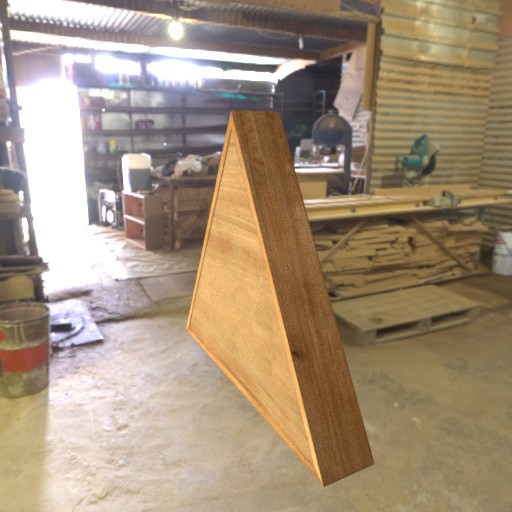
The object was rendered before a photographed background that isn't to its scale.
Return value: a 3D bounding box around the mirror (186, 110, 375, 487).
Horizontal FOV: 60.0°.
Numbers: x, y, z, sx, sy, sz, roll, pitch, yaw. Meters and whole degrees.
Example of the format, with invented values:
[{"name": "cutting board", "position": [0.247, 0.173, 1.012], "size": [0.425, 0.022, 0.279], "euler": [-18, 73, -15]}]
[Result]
[{"name": "mirror", "position": [0.000, 0.000, 0.880], "size": [0.100, 0.548, 0.631], "euler": [-8, 17, -26]}]
